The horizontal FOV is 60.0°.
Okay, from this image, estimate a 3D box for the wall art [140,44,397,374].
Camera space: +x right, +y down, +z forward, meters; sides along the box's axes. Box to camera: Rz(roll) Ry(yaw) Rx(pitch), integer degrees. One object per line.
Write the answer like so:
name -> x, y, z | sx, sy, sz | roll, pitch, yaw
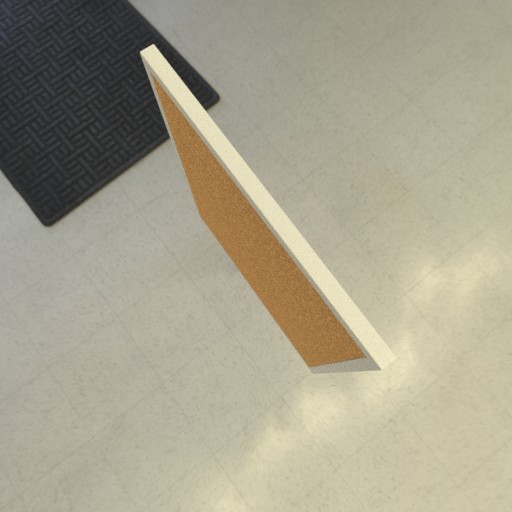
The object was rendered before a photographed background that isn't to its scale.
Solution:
wall art -> 0.000, 0.000, 0.732 | 0.020, 0.536, 0.444 | -34, 77, -9
